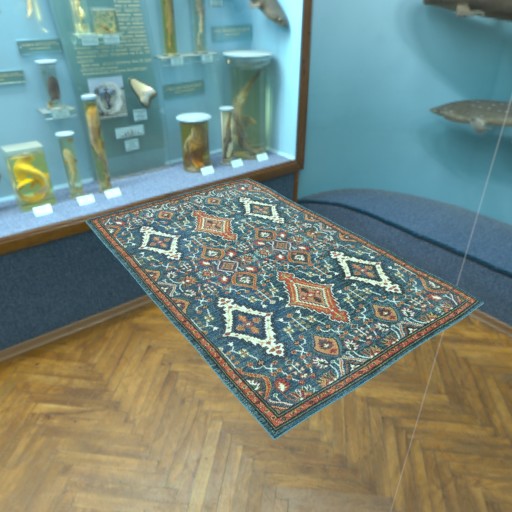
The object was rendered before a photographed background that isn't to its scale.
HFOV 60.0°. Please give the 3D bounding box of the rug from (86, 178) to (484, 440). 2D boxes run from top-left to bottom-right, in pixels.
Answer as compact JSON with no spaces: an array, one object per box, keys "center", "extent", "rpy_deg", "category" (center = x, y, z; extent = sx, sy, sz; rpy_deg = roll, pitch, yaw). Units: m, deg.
[{"center":[0.000,0.000,2.308],"extent":[1.195,0.014,1.847],"rpy_deg":[-21,37,-30],"category":"rug"}]
